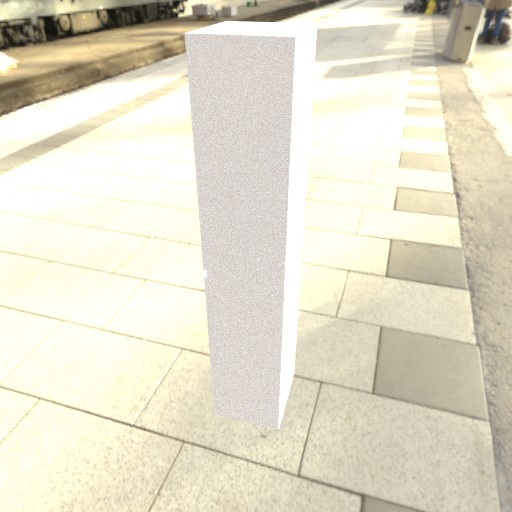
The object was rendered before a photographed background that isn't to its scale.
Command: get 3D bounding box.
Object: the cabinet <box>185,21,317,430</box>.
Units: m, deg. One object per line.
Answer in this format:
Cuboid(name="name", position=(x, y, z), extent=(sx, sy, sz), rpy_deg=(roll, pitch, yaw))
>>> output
Cuboid(name="cabinet", position=(0.000, 0.000, 1.523), extent=(0.269, 1.400, 0.300), rpy_deg=(9, 34, 13))
